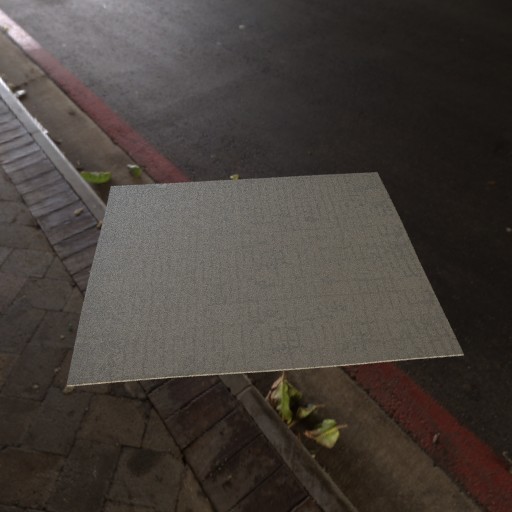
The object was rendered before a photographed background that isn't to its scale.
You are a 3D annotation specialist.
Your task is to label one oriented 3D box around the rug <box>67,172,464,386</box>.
[{"bbox_3d":[0.000,0.000,4.214,3.061,0.014,2.447,-4,46,-3],"label":"rug"}]
